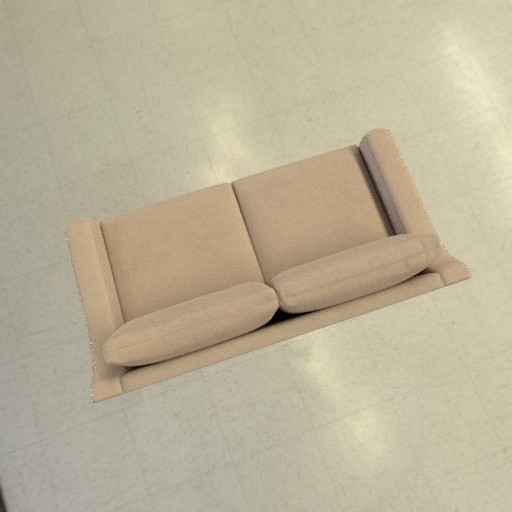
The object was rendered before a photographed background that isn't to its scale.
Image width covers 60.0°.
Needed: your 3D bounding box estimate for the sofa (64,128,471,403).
[{"bbox_3d":[0.000,0.000,2.564,1.967,0.901,1.030,-18,77,-4],"label":"sofa"}]
